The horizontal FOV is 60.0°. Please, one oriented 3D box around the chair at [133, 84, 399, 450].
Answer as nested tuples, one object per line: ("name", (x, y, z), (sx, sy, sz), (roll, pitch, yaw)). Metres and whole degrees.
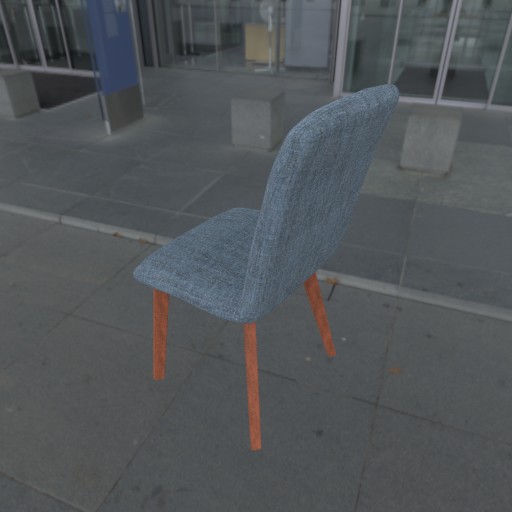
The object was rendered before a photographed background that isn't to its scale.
("chair", (0.000, 0.000, 1.318), (0.563, 0.974, 0.522), (22, 39, 30))
